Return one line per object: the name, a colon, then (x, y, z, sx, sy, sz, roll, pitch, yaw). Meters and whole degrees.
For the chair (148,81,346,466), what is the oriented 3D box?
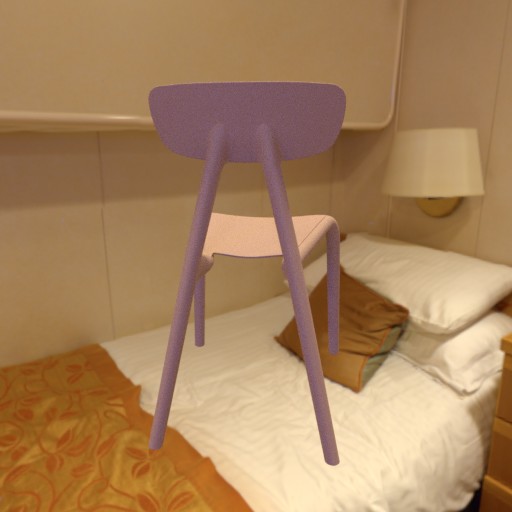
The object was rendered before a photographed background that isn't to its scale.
chair: (0.000, 0.000, 0.840, 0.356, 0.580, 0.401, 2, 15, 7)
